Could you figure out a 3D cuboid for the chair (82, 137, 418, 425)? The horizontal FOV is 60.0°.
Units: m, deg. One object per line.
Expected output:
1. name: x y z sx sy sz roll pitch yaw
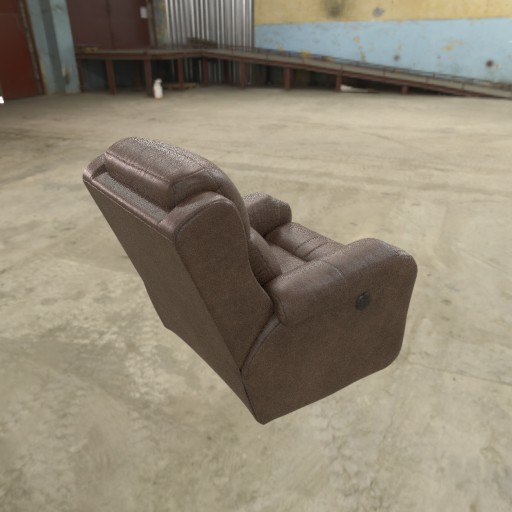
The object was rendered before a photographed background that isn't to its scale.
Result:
1. chair: 0.000 0.000 1.824 1.067 0.990 0.940 -18 31 -33
